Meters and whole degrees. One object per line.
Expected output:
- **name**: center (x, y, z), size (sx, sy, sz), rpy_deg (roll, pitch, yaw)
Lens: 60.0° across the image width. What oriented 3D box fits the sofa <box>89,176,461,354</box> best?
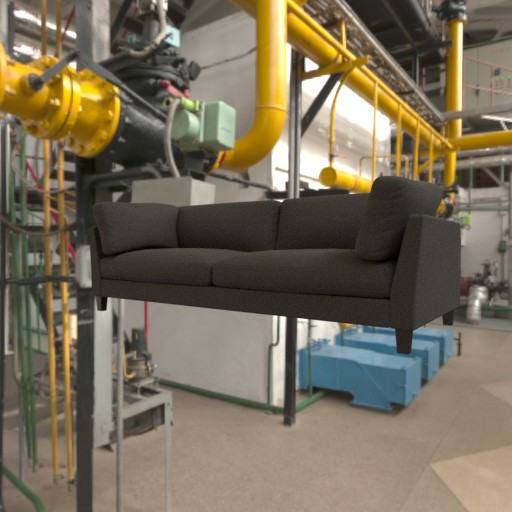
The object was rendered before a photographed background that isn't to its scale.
- **sofa**: center (0.000, 0.000, 2.848), size (2.312, 0.792, 0.969), rpy_deg (1, 2, 36)
